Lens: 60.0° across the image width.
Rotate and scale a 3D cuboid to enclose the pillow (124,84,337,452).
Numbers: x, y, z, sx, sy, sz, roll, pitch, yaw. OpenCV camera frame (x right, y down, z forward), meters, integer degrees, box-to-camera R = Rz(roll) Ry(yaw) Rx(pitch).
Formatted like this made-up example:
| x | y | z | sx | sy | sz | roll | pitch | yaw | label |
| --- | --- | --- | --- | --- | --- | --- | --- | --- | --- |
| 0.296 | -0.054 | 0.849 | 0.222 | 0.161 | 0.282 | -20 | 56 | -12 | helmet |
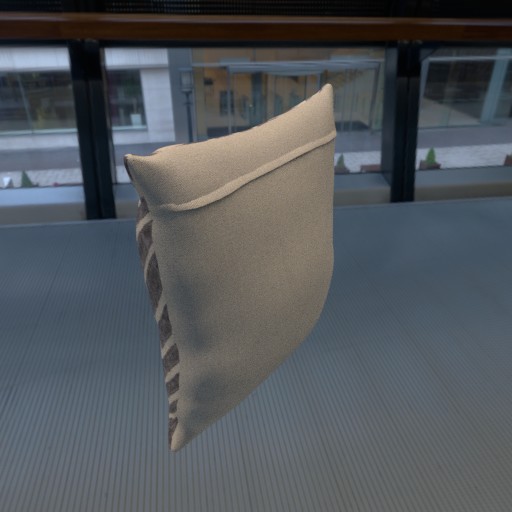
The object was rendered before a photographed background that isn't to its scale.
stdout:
| x | y | z | sx | sy | sz | roll | pitch | yaw | label |
| --- | --- | --- | --- | --- | --- | --- | --- | --- | --- |
| 0.000 | 0.000 | 0.673 | 0.182 | 0.441 | 0.440 | 19 | 35 | 29 | pillow |
